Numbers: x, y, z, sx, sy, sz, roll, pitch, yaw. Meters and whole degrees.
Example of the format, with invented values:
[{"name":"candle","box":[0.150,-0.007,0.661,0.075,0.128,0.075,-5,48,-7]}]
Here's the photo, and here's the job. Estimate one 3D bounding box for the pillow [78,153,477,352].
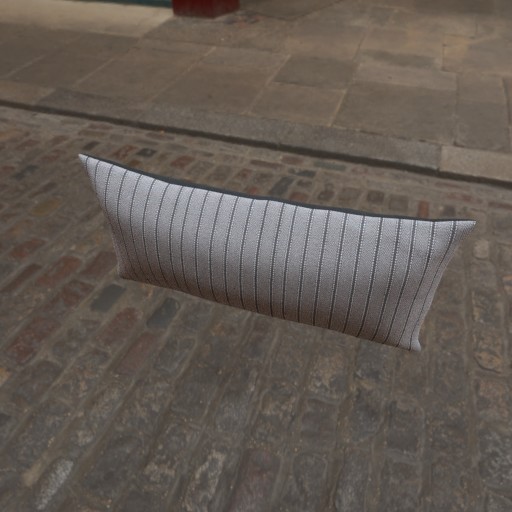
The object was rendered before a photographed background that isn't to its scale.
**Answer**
[{"name":"pillow","box":[0.000,0.000,0.750,0.609,0.305,0.151,13,45,13]}]
